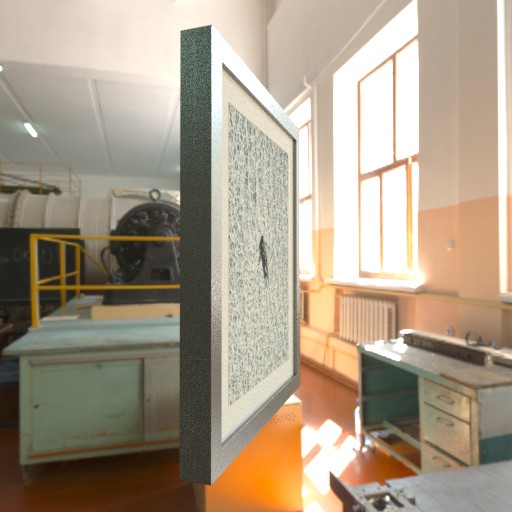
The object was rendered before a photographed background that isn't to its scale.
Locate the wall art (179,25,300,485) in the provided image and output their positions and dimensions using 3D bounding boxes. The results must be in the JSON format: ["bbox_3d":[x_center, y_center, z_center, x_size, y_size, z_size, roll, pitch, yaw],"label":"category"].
[{"bbox_3d":[0.000,0.000,0.514,0.030,0.379,0.308,0,-1,19],"label":"wall art"}]
